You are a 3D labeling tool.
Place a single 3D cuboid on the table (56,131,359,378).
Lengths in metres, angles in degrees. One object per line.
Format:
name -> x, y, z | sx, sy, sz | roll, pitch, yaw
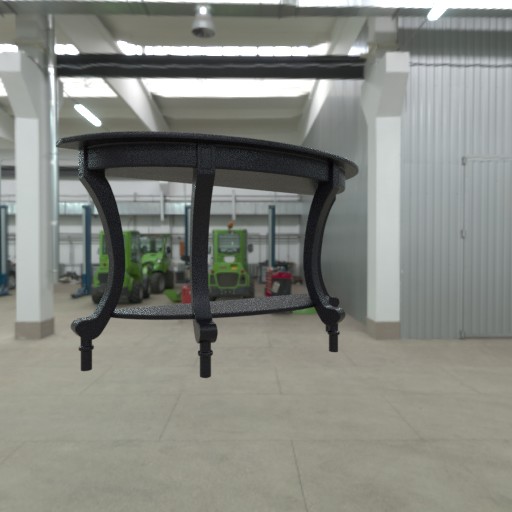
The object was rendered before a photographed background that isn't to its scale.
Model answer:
table -> 0.000, 0.000, 1.529 | 1.198, 0.692, 0.394 | -1, 1, -36
